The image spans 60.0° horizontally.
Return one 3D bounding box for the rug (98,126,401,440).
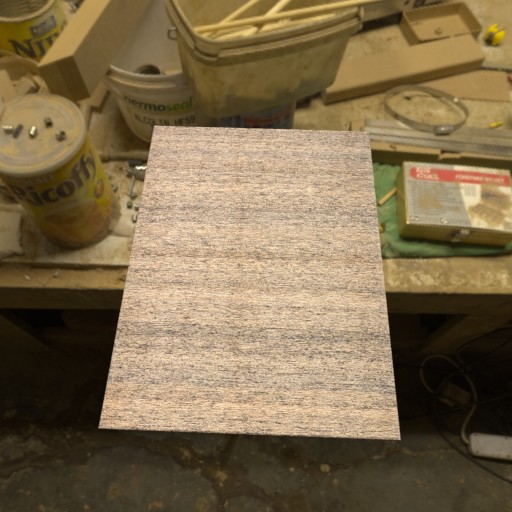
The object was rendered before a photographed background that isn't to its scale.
[{"bbox_3d":[0.000,0.000,4.260,2.414,0.036,3.199,2,63,1],"label":"rug"}]
